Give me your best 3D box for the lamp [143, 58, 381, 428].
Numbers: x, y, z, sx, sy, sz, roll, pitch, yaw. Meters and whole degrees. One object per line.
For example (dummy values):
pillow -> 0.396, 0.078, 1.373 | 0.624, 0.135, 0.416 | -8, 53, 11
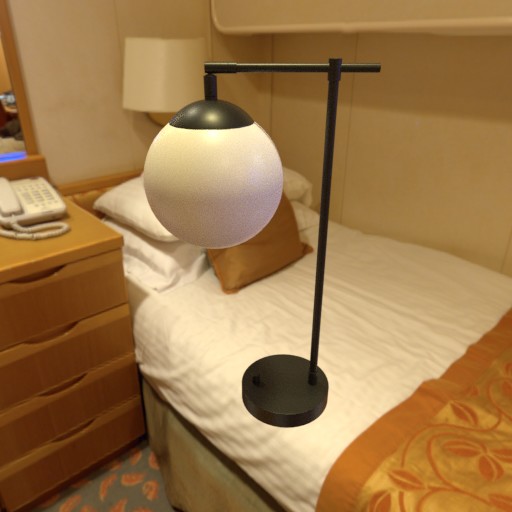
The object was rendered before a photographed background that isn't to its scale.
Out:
lamp -> 0.000, 0.000, 0.685 | 0.316, 0.559, 0.197 | 1, 26, 1
